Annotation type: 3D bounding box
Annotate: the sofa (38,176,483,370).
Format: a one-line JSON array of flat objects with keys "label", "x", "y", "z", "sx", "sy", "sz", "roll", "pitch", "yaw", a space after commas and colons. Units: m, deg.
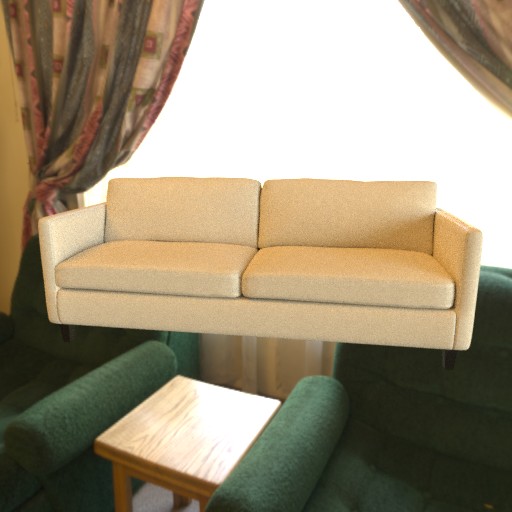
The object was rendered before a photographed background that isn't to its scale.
[{"label": "sofa", "x": 0.000, "y": 0.000, "z": 2.843, "sx": 2.434, "sy": 0.965, "sz": 0.948, "roll": 2, "pitch": 14, "yaw": 9}]
